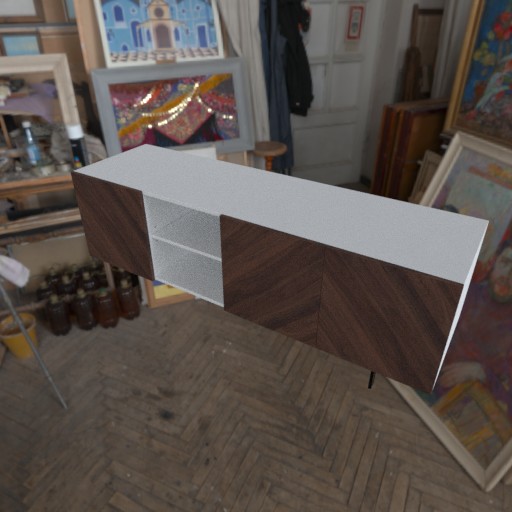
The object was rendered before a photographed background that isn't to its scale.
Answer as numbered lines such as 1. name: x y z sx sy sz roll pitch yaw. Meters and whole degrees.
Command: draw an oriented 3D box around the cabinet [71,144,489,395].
1. cabinet: 0.000 0.000 1.748 1.499 0.533 0.431 18 36 27
